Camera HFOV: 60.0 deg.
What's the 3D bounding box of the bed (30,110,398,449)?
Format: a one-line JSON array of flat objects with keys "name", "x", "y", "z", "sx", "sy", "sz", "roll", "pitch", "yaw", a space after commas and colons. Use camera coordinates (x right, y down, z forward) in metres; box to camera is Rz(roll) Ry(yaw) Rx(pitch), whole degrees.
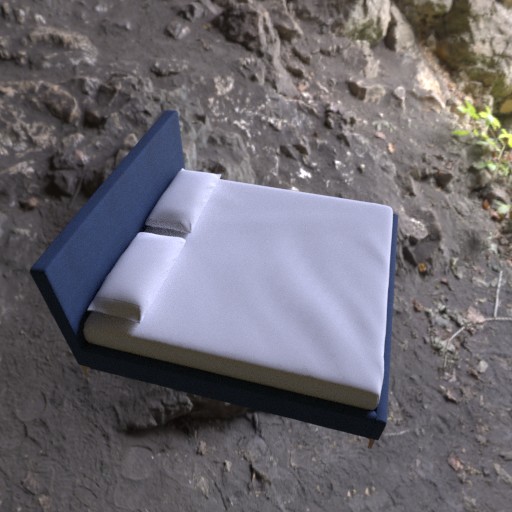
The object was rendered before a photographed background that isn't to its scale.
[{"name": "bed", "x": 0.000, "y": 0.000, "z": 3.530, "sx": 2.232, "sy": 1.231, "sz": 2.096, "roll": 11, "pitch": 46, "yaw": 10}]
